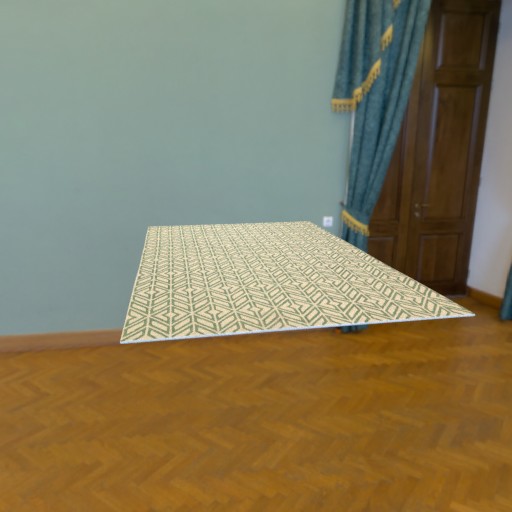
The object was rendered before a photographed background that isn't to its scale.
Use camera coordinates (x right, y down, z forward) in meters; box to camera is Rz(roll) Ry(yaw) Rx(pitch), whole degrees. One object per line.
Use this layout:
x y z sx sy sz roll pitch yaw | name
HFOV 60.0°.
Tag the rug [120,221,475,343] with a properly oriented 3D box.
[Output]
0.000 0.000 2.982 1.517 0.011 2.435 -3 15 -10 | rug
